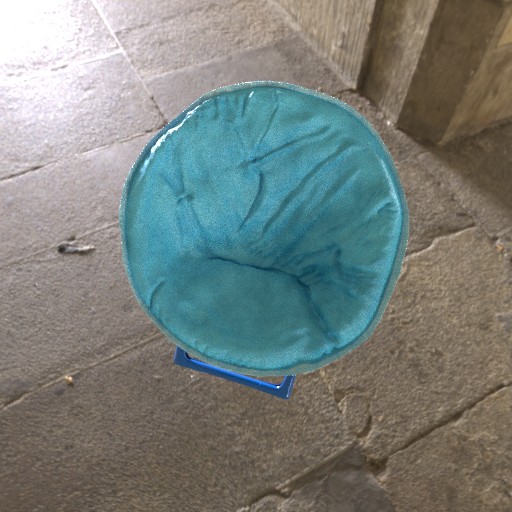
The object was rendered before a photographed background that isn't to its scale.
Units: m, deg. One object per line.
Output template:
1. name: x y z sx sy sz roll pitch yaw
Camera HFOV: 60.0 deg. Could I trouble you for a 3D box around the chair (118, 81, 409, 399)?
1. chair: 0.000 0.000 0.888 0.520 0.478 0.465 15 59 9
